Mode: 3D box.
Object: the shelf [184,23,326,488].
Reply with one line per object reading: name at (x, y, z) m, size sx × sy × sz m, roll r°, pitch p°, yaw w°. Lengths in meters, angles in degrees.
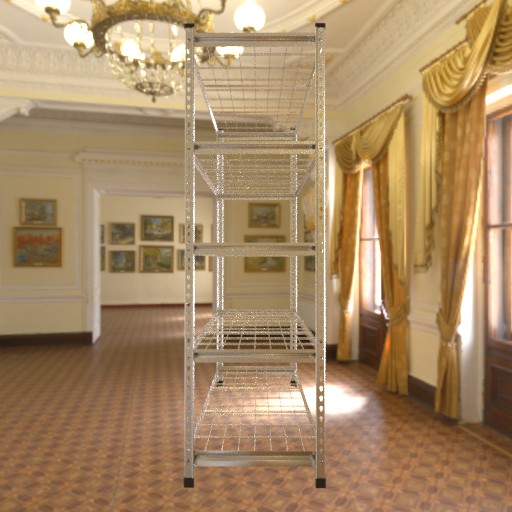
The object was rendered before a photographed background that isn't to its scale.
shelf at (0.000, 0.000, 2.649) m, size 0.610 × 1.981 × 1.524 m, roll 0°, pitch 0°, yaw 0°
